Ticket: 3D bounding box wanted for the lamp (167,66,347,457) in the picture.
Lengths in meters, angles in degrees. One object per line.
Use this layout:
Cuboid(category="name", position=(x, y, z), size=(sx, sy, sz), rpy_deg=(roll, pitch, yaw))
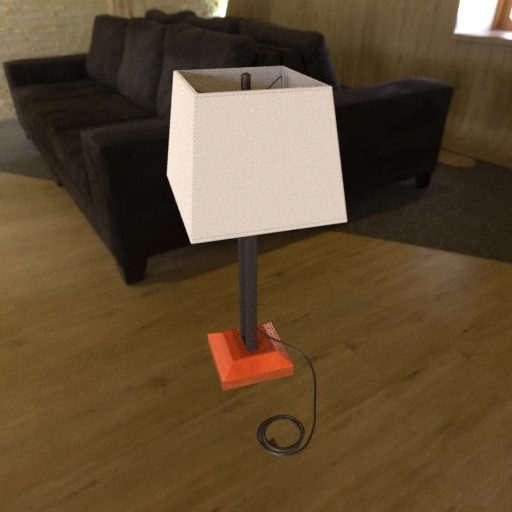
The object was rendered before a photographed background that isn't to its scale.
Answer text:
Cuboid(category="lamp", position=(0.000, 0.000, 0.979), size=(0.310, 0.737, 0.498), rpy_deg=(-9, 32, -14))
